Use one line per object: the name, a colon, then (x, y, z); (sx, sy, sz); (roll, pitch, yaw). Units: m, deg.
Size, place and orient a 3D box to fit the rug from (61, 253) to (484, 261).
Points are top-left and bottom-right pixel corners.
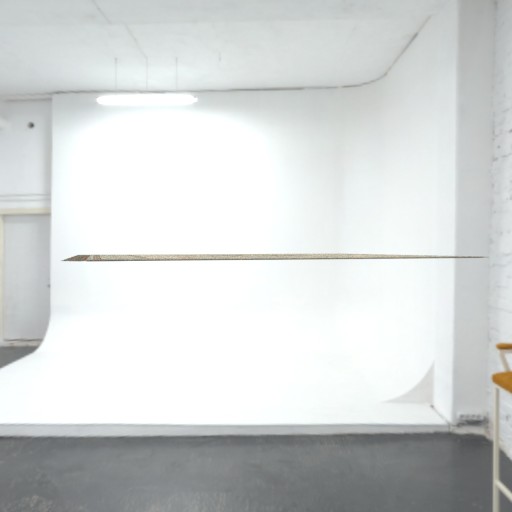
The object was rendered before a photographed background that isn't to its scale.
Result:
rug: (0.000, 0.000, 4.189); (3.221, 0.011, 2.379); (0, 1, -20)
